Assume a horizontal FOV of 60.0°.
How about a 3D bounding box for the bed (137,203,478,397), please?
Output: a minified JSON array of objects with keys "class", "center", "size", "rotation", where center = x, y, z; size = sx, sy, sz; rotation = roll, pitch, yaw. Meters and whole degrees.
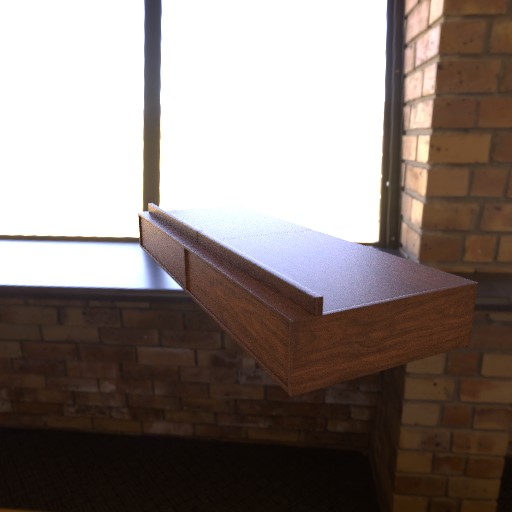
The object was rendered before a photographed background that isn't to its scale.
[{"class":"bed","center":[0.000,0.000,2.335],"size":[0.787,0.326,2.057],"rotation":[-7,17,-25]}]
